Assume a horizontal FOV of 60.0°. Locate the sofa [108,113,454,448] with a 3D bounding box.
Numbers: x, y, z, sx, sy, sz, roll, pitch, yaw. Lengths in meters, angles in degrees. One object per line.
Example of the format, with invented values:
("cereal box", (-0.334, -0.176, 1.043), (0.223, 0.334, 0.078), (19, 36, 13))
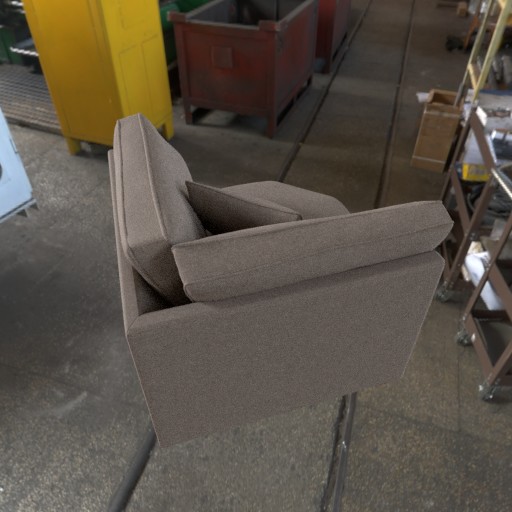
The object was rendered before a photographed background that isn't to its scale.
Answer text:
("sofa", (0.000, 0.000, 1.875), (1.050, 0.951, 1.042), (-11, 43, -12))
